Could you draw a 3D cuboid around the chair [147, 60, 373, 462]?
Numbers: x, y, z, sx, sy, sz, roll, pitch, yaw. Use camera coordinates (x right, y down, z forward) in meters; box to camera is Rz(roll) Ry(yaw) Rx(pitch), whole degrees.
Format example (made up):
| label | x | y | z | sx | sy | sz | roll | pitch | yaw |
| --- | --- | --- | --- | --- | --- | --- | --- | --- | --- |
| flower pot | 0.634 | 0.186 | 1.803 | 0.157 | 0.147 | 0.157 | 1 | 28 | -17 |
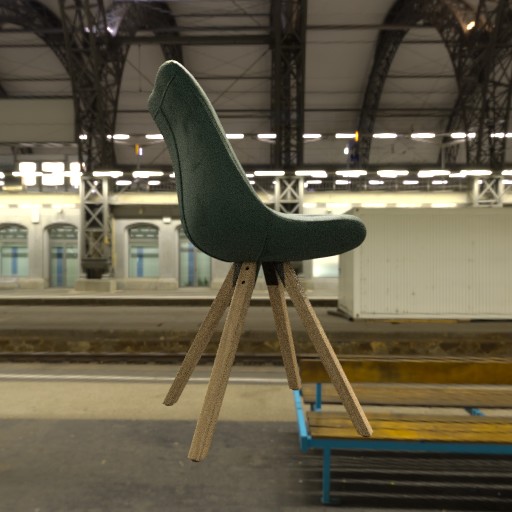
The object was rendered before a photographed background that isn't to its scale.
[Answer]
| label | x | y | z | sx | sy | sz | roll | pitch | yaw |
| --- | --- | --- | --- | --- | --- | --- | --- | --- | --- |
| chair | 0.000 | 0.000 | 1.186 | 0.547 | 0.865 | 0.483 | 0 | 0 | -20 |
